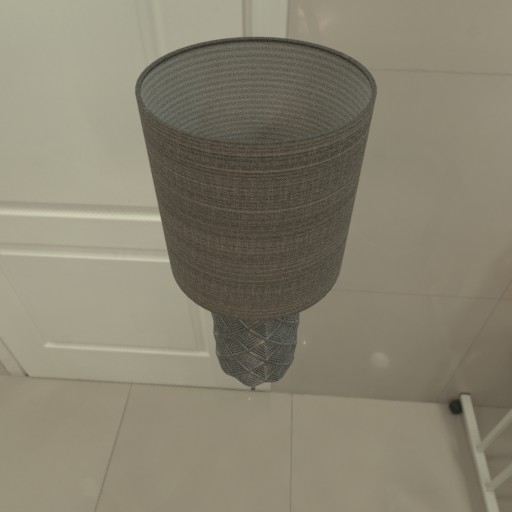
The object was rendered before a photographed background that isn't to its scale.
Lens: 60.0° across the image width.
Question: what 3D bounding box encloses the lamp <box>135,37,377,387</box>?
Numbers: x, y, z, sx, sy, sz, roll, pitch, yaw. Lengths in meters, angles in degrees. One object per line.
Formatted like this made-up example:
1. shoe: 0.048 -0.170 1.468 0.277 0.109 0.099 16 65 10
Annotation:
1. lamp: 0.000 0.000 0.702 0.268 0.566 0.269 3 45 3
